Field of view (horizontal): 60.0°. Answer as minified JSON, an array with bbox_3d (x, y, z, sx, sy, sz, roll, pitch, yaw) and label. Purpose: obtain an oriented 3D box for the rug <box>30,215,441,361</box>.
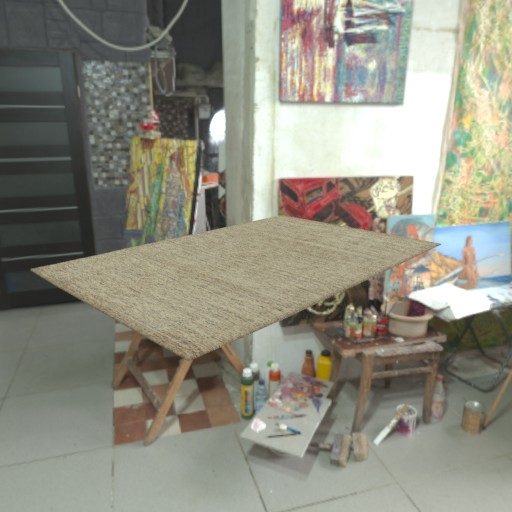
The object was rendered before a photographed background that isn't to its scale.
[{"bbox_3d":[0.000,0.000,2.323,1.211,0.018,1.822,15,22,42],"label":"rug"}]
